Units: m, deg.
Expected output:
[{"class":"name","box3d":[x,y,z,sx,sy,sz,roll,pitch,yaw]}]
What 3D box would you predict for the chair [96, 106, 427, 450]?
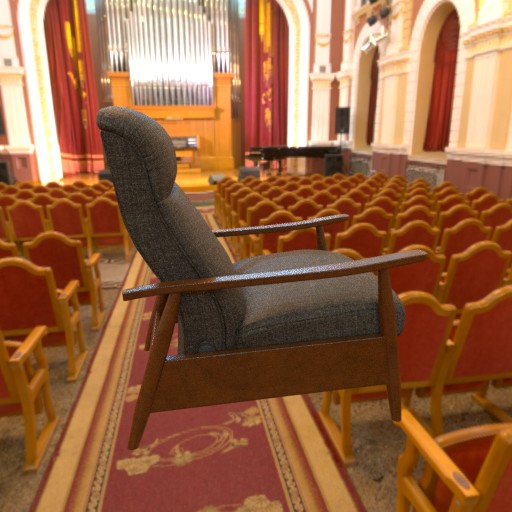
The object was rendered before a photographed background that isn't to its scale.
[{"class":"chair","box3d":[0.000,0.000,1.737,1.014,1.082,0.762,-2,15,-9]}]
